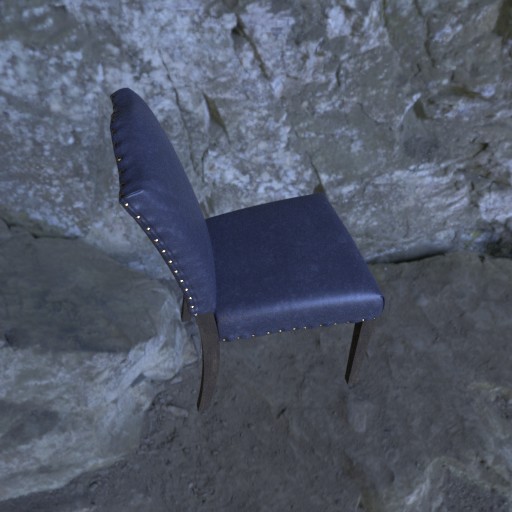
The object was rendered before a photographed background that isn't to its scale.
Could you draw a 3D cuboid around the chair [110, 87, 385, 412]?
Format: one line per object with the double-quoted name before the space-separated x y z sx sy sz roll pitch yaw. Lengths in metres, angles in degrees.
"chair" 0.000 0.000 1.332 0.633 0.991 0.500 -11 48 -10
